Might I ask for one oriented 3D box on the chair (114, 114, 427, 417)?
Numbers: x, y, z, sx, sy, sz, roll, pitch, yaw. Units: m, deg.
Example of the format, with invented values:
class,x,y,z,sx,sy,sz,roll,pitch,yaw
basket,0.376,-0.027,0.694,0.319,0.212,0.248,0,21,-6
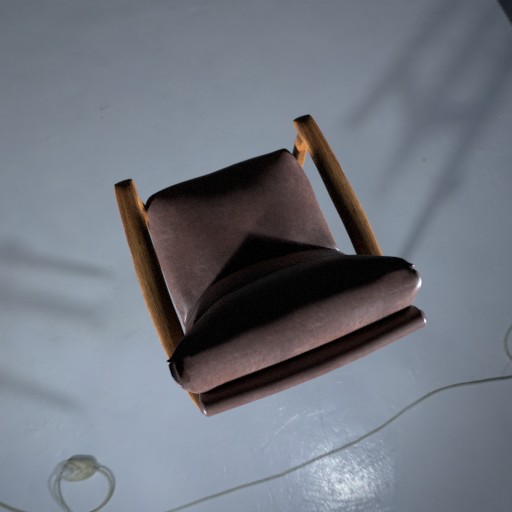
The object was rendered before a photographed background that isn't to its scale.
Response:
class,x,y,z,sx,sy,sz,roll,pitch,yaw
chair,0.000,0.000,1.507,0.782,0.897,0.830,-21,77,-5
